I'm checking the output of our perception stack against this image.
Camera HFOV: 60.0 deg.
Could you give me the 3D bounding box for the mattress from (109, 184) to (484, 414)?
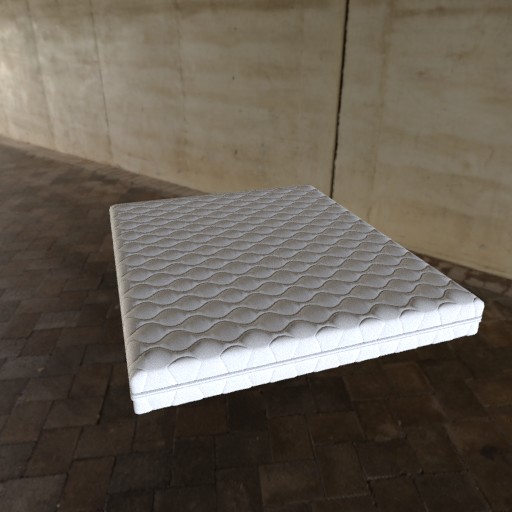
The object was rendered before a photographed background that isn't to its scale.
[{"bbox_3d":[0.000,0.000,2.646,1.600,0.200,1.900,-9,28,-17],"label":"mattress"}]
